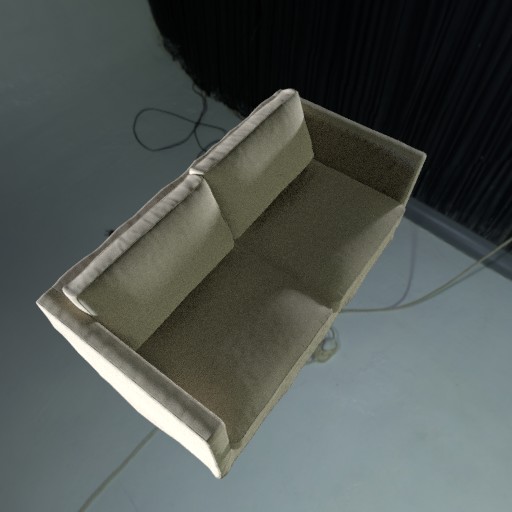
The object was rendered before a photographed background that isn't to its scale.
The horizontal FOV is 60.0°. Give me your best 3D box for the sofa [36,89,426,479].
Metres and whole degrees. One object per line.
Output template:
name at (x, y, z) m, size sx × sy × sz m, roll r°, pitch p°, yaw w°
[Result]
sofa at (0.000, 0.000, 2.247) m, size 0.956 × 0.828 × 1.766 m, roll 32°, pitch 61°, yaw 20°
